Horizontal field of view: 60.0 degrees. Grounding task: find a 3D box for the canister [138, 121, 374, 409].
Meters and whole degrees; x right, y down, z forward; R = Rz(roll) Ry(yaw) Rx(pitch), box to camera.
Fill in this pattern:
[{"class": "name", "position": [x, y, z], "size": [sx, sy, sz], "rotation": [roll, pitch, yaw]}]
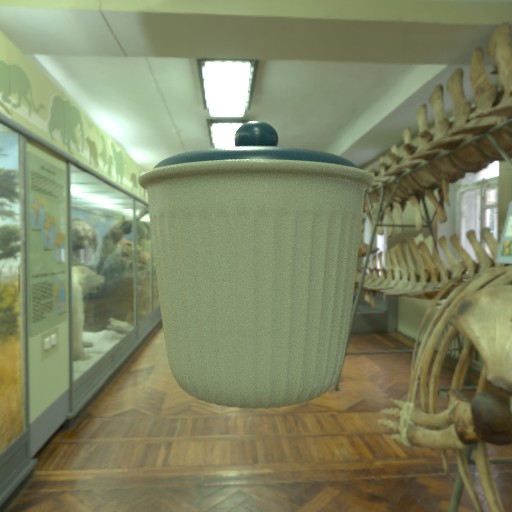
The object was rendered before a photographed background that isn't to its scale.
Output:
[{"class": "canister", "position": [0.000, 0.000, 0.353], "size": [0.181, 0.211, 0.181], "rotation": [0, 1, 0]}]
